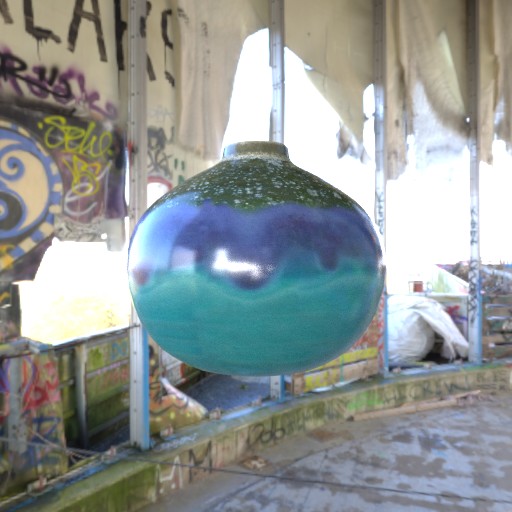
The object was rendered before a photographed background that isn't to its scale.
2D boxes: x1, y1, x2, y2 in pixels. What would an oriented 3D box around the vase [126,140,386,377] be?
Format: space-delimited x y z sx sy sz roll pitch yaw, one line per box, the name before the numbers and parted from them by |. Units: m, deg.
vase | 0.000 0.000 0.273 0.154 0.133 0.154 0 0 0
